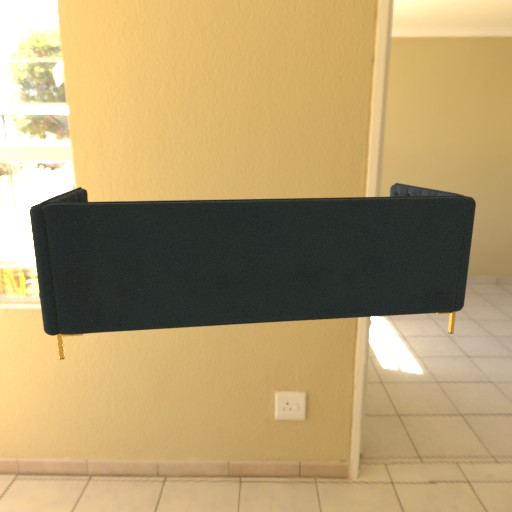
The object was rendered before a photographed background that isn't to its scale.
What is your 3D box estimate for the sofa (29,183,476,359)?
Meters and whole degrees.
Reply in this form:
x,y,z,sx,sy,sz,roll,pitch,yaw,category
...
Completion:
x,y,z,sx,sy,sz,roll,pitch,yaw,category
0.000,0.000,2.614,2.209,0.771,0.895,-2,14,-8,sofa
